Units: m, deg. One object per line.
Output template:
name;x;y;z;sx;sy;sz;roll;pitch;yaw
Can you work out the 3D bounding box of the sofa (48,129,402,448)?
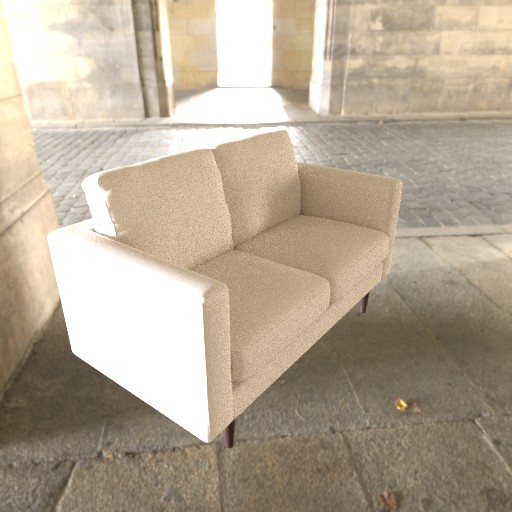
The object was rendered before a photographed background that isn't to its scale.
sofa;0.000;0.000;1.959;0.796;0.908;1.430;18;31;33
